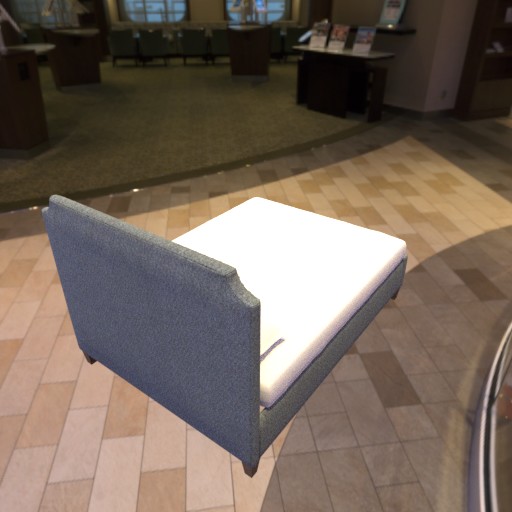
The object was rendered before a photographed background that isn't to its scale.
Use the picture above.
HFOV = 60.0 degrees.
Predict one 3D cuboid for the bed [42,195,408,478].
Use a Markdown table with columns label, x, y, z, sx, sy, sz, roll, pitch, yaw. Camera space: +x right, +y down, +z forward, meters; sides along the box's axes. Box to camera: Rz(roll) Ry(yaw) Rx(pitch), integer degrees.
| label | x | y | z | sx | sy | sz | roll | pitch | yaw |
| --- | --- | --- | --- | --- | --- | --- | --- | --- | --- |
| bed | 0.000 | 0.000 | 3.481 | 1.712 | 1.443 | 2.372 | 21 | 37 | 31 |
